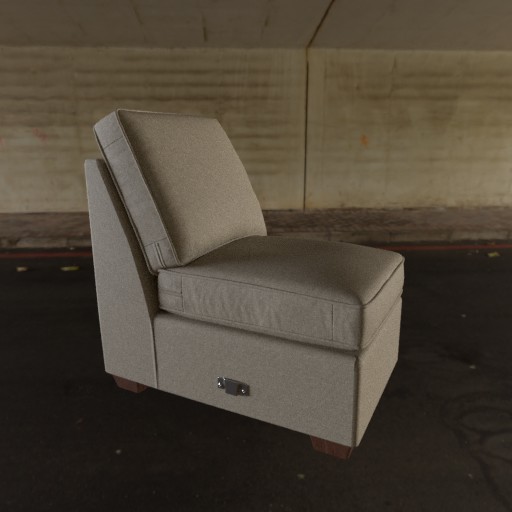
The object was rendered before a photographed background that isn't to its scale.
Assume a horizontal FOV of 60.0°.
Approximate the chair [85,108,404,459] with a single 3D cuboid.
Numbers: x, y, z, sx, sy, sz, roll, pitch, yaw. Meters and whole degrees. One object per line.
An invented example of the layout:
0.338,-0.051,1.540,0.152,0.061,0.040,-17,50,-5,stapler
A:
0.000,0.000,1.681,1.020,1.058,0.674,7,16,27,chair
